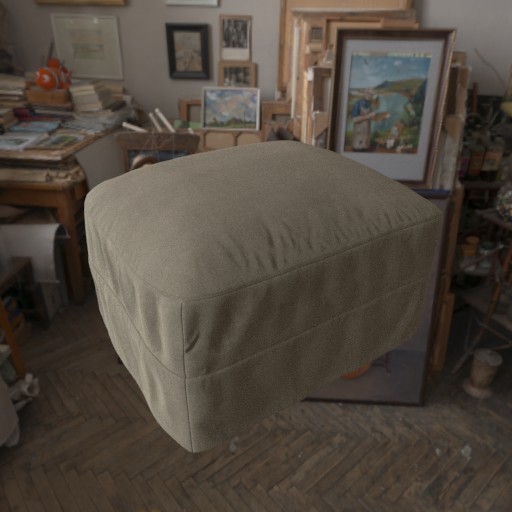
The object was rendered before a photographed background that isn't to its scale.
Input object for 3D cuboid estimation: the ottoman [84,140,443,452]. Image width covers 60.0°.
[{"bbox_3d":[0.000,0.000,1.089,0.712,0.480,0.584,-19,35,-29],"label":"ottoman"}]
